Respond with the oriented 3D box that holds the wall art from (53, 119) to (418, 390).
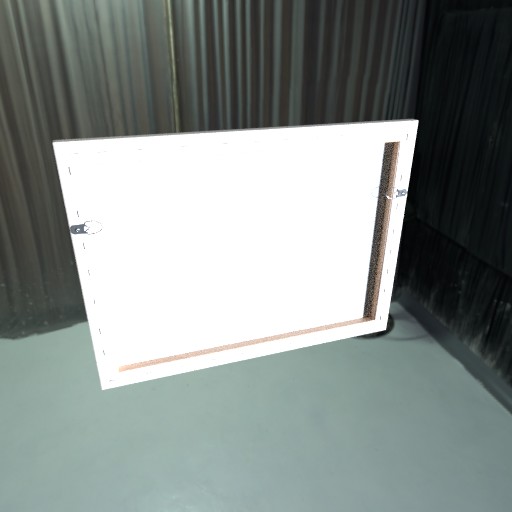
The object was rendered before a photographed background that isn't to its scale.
[{"bbox_3d":[0.000,0.000,1.634,1.219,0.912,0.042,-8,27,-16],"label":"wall art"}]
